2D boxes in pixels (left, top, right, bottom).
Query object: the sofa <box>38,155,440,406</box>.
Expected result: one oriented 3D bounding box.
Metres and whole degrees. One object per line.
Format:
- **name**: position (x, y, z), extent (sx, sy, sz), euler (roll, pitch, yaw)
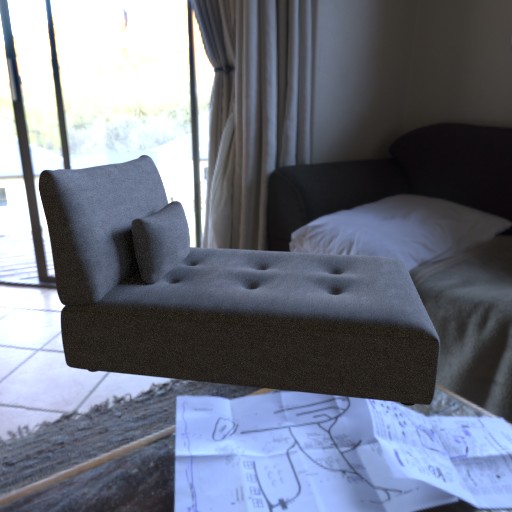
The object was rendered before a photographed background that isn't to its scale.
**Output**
- **sofa**: position (0.000, 0.000, 1.980), extent (1.450, 0.820, 0.930), euler (3, 17, 10)
